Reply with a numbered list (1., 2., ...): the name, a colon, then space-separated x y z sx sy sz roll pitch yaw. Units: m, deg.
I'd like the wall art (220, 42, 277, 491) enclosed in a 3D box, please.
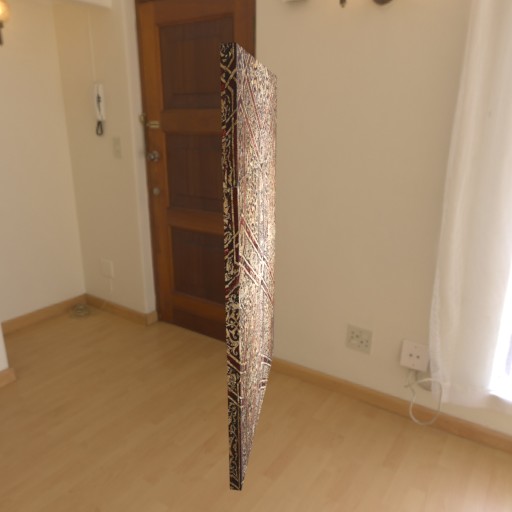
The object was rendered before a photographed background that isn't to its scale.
1. wall art: 0.000 0.000 0.751 0.020 0.599 0.397 3 17 9
